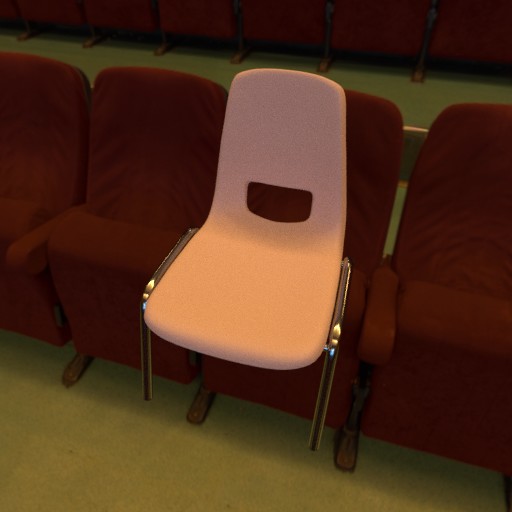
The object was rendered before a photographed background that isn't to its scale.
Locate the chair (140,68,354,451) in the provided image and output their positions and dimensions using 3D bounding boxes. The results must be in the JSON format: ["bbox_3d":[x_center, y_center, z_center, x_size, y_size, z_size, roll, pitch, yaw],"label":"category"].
[{"bbox_3d":[0.000,0.000,0.800,0.354,0.537,0.385,12,43,13],"label":"chair"}]
